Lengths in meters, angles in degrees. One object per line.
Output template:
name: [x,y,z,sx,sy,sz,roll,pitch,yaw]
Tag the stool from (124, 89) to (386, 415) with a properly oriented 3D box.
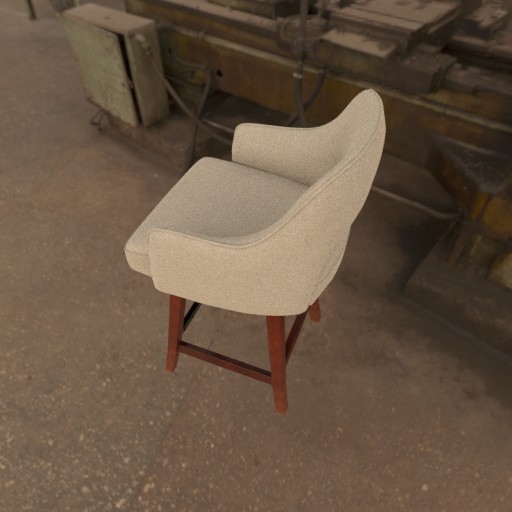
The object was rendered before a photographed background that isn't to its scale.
stool: [0.000,0.000,1.292,0.560,0.936,0.550,16,47,15]
